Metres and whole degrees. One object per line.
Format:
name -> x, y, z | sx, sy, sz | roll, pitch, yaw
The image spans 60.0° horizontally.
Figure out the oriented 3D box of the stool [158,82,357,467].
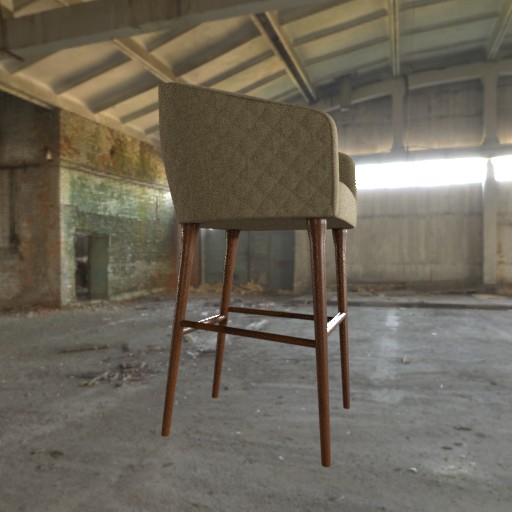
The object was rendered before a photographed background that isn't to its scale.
stool -> 0.000, 0.000, 1.437 | 0.607, 1.078, 0.559 | 0, 0, 18
